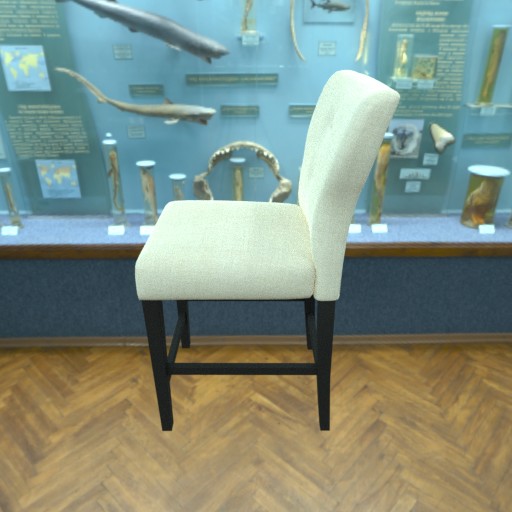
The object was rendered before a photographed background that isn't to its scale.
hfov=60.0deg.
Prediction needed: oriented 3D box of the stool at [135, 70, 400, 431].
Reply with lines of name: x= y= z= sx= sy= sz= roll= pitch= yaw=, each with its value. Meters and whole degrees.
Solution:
stool: x=0.000 y=0.000 z=1.293 sx=0.603 sy=0.972 sz=0.514 roll=0 pitch=27 yaw=0
